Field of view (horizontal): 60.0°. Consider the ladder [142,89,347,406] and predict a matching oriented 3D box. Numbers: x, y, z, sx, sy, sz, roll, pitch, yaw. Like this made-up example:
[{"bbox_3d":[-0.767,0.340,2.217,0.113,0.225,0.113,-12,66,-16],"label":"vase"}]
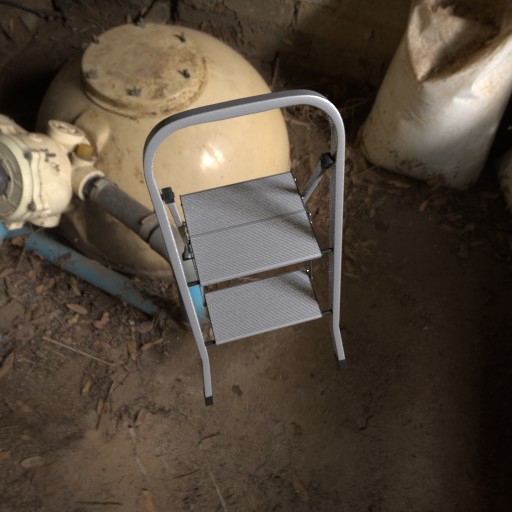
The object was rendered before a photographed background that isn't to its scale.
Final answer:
[{"bbox_3d":[0.000,0.000,1.141,0.465,0.830,0.530,-14,65,-7],"label":"ladder"}]
